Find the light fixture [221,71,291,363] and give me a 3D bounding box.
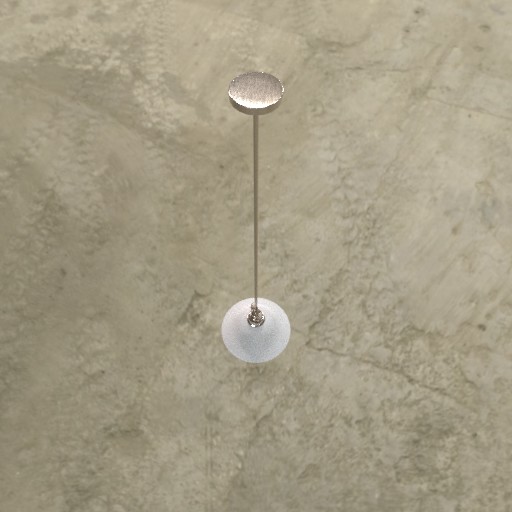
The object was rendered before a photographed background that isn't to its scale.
[{"bbox_3d":[0.000,0.000,1.496,0.324,1.354,0.324,-31,64,-17],"label":"light fixture"}]
